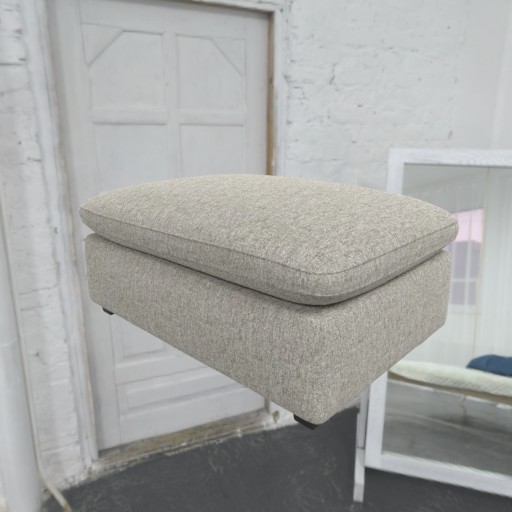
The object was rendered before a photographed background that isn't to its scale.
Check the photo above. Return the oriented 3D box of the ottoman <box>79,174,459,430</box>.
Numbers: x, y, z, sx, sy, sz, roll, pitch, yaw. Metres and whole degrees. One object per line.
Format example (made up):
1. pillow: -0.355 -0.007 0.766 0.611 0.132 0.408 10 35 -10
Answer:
1. ottoman: 0.000 0.000 1.352 0.977 0.451 0.694 16 23 41
